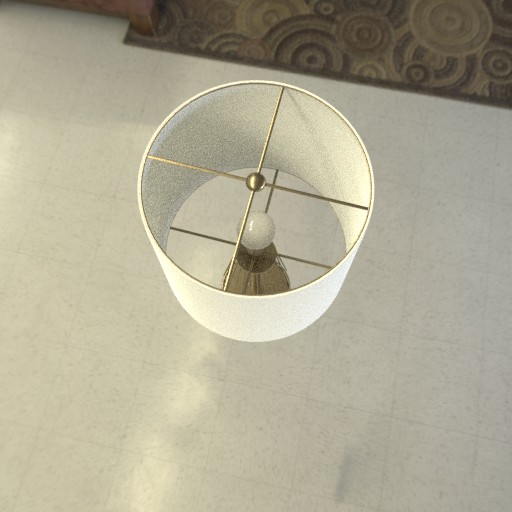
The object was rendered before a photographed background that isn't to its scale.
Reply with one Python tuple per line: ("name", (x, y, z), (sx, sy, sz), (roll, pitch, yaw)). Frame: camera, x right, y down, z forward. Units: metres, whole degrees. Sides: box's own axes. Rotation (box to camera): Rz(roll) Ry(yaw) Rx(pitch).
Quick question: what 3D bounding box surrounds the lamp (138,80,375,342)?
("lamp", (0.000, 0.000, 0.776), (0.303, 0.618, 0.303), (0, 74, 0))
